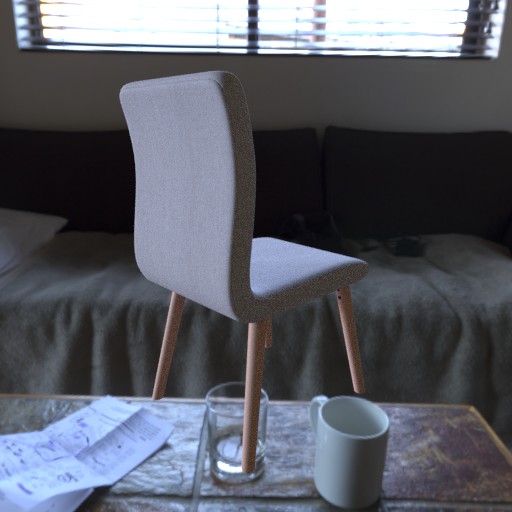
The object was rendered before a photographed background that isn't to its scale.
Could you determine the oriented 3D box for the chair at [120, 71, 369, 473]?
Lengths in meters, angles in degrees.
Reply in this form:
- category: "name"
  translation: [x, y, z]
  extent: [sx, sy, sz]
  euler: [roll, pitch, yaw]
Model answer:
- category: "chair"
  translation: [0.000, 0.000, 1.220]
  extent: [0.550, 0.885, 0.435]
  euler: [-15, 22, -42]
